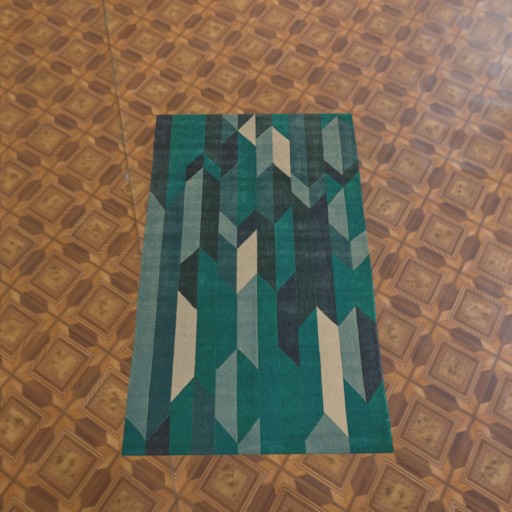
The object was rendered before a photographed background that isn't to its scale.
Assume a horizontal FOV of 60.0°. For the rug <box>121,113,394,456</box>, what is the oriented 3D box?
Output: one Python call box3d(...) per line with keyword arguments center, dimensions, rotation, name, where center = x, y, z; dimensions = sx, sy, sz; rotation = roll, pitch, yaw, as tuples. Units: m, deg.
box3d(center=(0.000, 0.000, 2.960), dimensions=(1.528, 0.005, 2.420), rotation=(0, 66, 0), name="rug")
